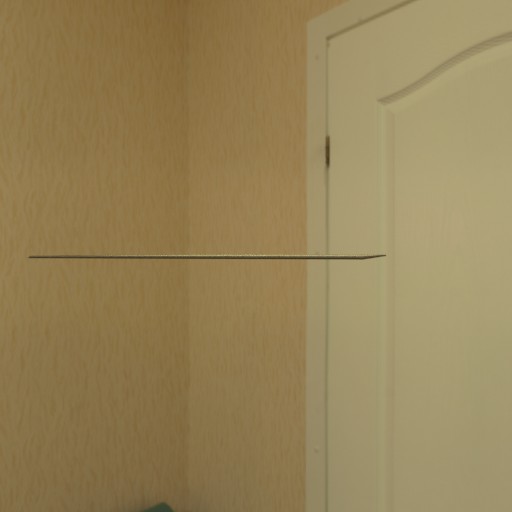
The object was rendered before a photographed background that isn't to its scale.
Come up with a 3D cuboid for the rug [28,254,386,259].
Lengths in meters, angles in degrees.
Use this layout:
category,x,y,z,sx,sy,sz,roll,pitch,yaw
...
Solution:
category,x,y,z,sx,sy,sz,roll,pitch,yaw
rug,0.000,0.000,2.818,1.523,0.012,2.133,0,0,18
